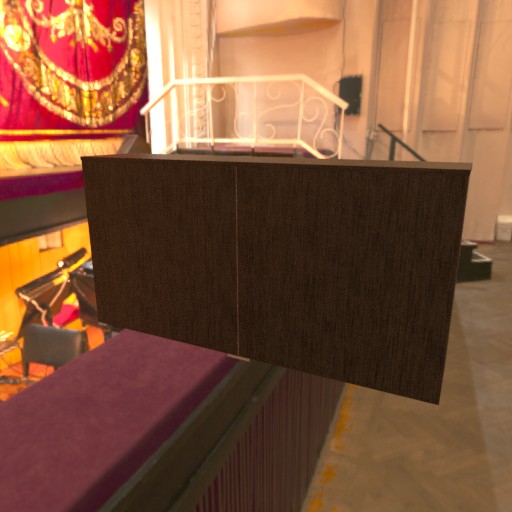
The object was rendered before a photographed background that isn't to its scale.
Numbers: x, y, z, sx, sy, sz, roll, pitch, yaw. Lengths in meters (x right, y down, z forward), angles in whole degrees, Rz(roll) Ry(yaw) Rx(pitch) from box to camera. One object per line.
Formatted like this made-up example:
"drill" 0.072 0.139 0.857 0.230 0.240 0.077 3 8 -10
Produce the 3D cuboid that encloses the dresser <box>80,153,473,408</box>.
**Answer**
"dresser" 0.000 0.000 1.848 1.535 0.790 0.333 8 18 25
